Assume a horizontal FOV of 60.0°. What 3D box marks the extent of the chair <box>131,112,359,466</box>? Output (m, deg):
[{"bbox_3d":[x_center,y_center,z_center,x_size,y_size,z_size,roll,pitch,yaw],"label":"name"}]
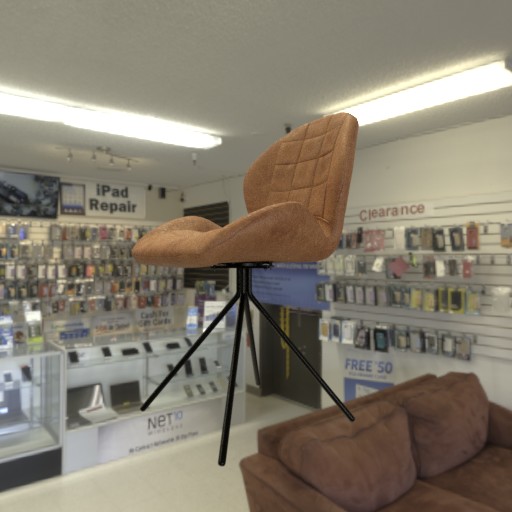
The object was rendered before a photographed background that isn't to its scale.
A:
[{"bbox_3d":[0.000,0.000,1.307,0.640,0.929,0.527,0,0,-37],"label":"chair"}]
